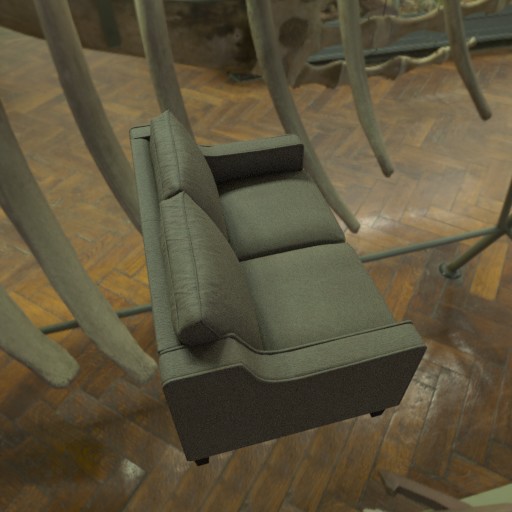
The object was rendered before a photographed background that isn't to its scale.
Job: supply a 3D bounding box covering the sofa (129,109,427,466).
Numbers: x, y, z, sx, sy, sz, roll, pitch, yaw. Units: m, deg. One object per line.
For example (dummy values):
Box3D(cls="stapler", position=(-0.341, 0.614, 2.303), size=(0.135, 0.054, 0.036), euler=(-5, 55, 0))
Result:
Box3D(cls="sofa", position=(0.000, 0.000, 2.146), size=(0.985, 0.981, 1.503), euler=(-11, 48, -10))
